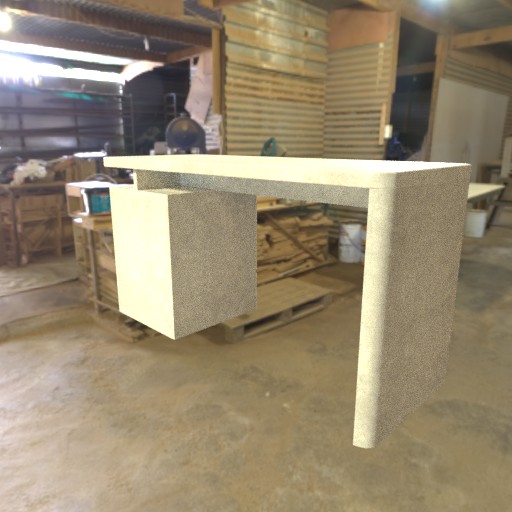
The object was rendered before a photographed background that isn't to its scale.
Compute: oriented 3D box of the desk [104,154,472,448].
[{"bbox_3d":[0.000,0.000,1.776,1.400,0.755,0.550,14,20,43],"label":"desk"}]
